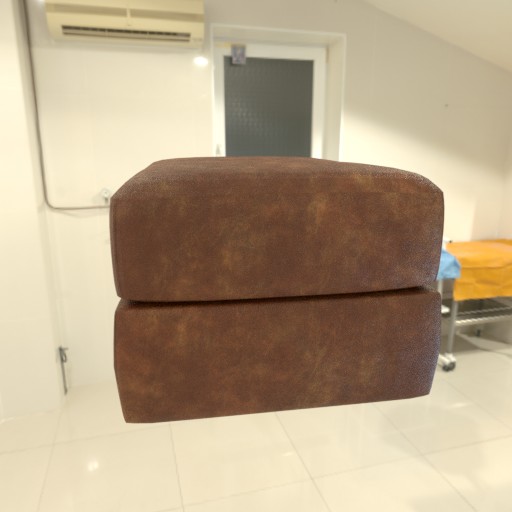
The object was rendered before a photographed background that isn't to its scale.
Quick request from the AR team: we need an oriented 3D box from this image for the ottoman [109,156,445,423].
[{"bbox_3d":[0.000,0.000,1.110,0.603,0.476,0.751,-2,14,-9],"label":"ottoman"}]
